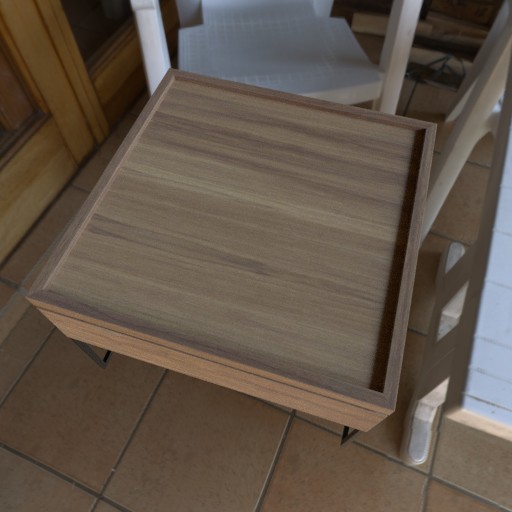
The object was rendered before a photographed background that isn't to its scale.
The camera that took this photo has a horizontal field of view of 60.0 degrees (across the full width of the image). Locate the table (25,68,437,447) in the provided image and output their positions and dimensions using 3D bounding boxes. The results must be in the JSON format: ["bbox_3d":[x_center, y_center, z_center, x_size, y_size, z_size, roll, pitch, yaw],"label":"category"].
[{"bbox_3d":[0.000,0.000,1.123,0.679,0.464,0.676,15,61,9],"label":"table"}]
